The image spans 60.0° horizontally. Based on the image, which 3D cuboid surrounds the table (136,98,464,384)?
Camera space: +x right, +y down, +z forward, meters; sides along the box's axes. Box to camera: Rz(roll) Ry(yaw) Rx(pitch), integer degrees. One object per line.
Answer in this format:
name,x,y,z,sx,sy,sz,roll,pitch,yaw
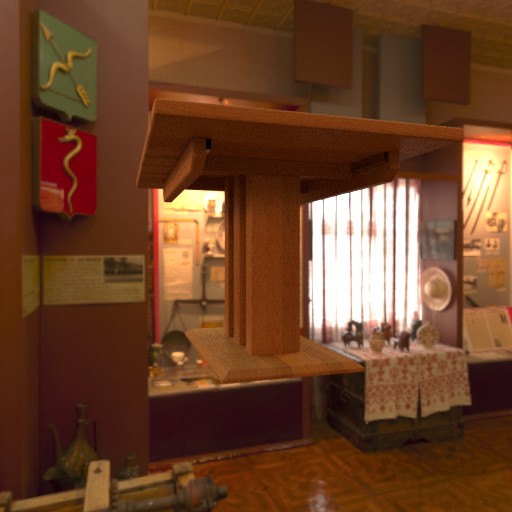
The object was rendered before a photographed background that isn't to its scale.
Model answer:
table,0.000,0.000,1.805,0.900,0.770,1.300,0,1,-17
